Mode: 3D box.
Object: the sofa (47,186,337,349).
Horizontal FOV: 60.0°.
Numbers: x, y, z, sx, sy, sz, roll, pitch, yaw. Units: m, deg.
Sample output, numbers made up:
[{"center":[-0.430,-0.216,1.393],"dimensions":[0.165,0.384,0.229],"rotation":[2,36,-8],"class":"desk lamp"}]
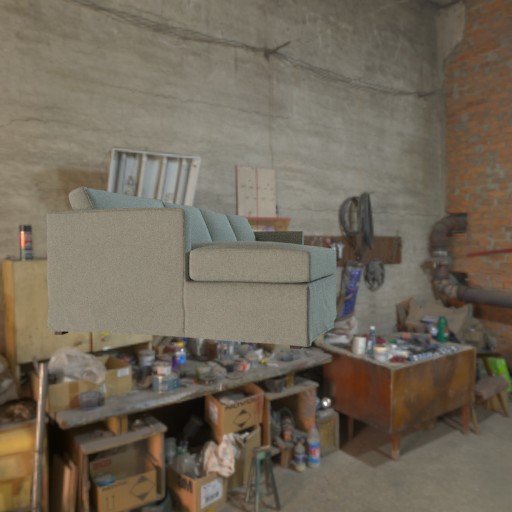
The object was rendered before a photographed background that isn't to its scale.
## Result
[{"center":[0.000,0.000,3.901],"dimensions":[1.650,0.922,3.205],"rotation":[0,1,18],"class":"sofa"}]
